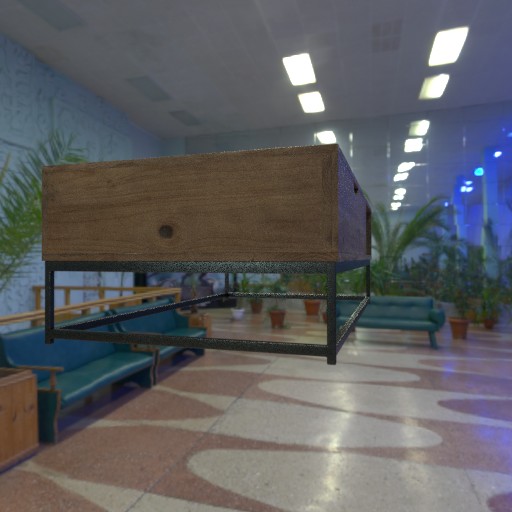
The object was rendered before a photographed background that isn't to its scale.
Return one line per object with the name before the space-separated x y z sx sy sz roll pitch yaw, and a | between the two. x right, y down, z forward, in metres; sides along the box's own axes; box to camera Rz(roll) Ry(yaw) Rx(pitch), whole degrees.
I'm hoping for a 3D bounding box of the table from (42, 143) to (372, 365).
table | 0.000 0.000 1.407 0.655 0.395 1.101 0 0 18
